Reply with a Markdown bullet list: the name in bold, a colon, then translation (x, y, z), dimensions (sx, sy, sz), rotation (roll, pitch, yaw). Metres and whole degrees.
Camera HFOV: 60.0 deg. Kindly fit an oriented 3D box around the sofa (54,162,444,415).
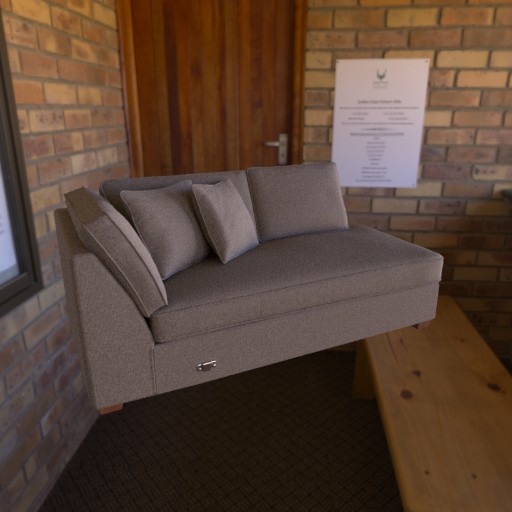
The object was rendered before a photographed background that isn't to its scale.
- **sofa**: translation (0.000, 0.000, 2.824), dimensions (2.237, 1.033, 1.110), rotation (-9, 20, -25)
